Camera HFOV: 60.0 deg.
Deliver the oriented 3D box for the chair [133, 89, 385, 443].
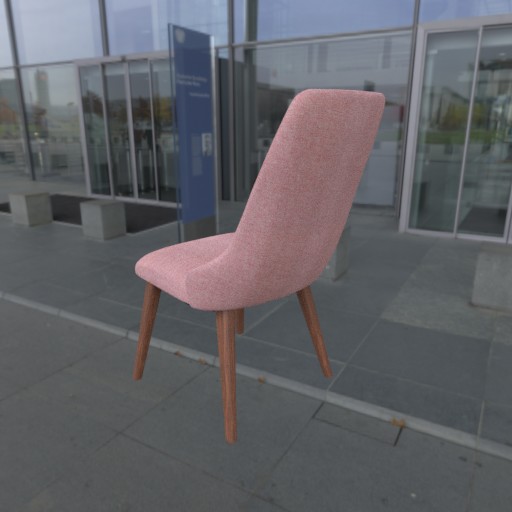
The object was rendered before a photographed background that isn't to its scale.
[{"bbox_3d":[0.000,0.000,1.357,0.535,0.918,0.707,-16,23,-43],"label":"chair"}]
